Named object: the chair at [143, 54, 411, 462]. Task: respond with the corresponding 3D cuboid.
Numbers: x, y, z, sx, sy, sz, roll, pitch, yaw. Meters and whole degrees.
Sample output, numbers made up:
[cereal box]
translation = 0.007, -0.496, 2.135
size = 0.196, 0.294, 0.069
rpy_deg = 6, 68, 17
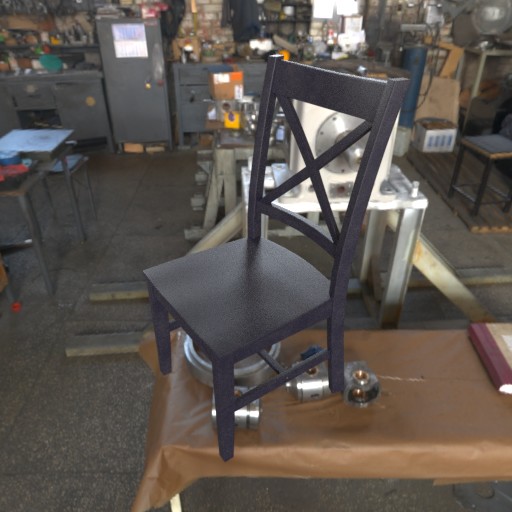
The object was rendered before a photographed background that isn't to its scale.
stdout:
[chair]
translation = 0.000, 0.000, 1.283
size = 0.542, 0.983, 0.485
rpy_deg = -20, 37, -29
